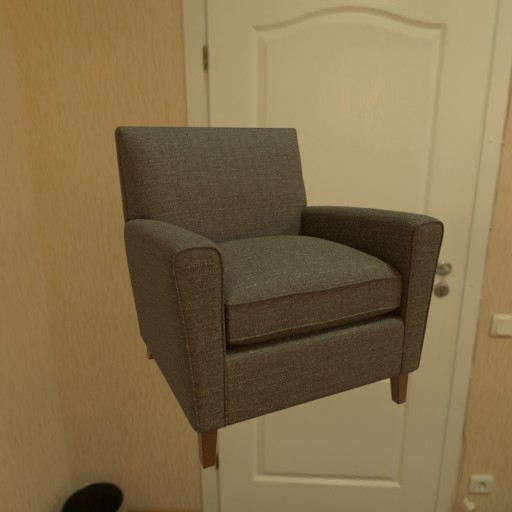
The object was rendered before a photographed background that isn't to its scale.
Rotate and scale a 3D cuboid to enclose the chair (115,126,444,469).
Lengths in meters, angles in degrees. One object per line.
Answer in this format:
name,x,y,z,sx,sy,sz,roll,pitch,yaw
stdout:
chair,0.000,0.000,1.558,0.838,0.885,0.875,-7,16,-25
